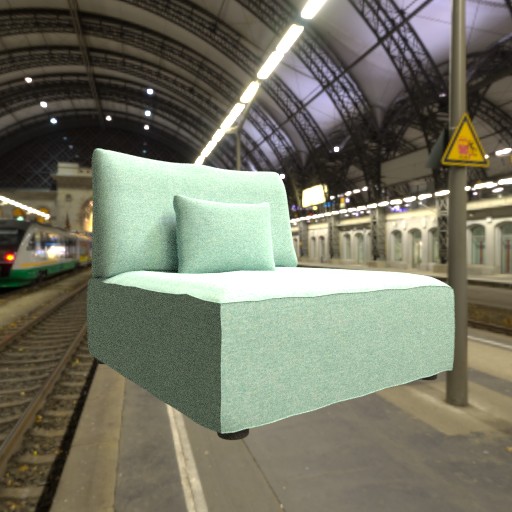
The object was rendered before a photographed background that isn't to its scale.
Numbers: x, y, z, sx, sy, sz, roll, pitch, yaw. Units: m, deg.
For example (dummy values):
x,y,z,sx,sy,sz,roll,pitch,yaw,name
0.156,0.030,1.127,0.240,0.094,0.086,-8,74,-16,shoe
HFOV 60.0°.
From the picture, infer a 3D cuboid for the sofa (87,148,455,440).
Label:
x,y,z,sx,sy,sz,roll,pitch,yaw,name
0.000,0.000,1.615,0.930,0.820,1.000,0,1,-36,sofa
